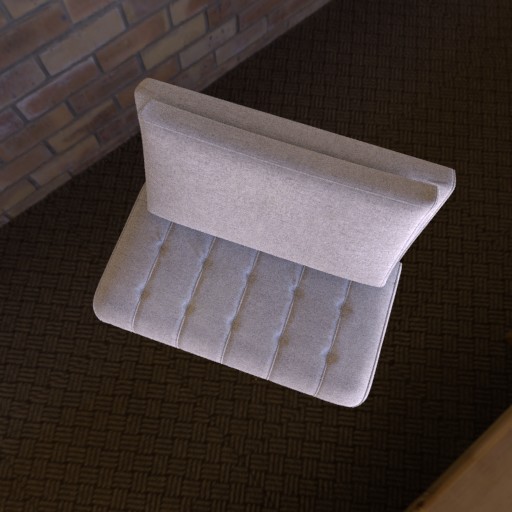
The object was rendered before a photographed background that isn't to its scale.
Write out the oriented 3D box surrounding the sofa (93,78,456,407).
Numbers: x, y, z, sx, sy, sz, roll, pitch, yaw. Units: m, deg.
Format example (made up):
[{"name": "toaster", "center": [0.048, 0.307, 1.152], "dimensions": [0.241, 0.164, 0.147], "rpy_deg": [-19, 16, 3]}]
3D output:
[{"name": "sofa", "center": [0.000, 0.000, 1.847], "dimensions": [1.220, 0.910, 0.910], "rpy_deg": [18, 75, 5]}]
